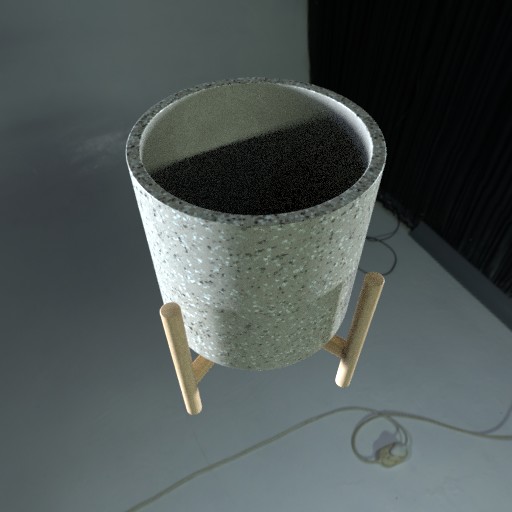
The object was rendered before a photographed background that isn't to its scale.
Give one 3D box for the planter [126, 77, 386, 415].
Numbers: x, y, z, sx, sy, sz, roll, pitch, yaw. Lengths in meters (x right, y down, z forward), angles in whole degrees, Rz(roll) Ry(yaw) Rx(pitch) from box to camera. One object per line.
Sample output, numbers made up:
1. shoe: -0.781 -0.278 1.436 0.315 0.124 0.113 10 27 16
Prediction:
1. planter: 0.000 0.000 0.680 0.360 0.419 0.360 -26 53 -22
